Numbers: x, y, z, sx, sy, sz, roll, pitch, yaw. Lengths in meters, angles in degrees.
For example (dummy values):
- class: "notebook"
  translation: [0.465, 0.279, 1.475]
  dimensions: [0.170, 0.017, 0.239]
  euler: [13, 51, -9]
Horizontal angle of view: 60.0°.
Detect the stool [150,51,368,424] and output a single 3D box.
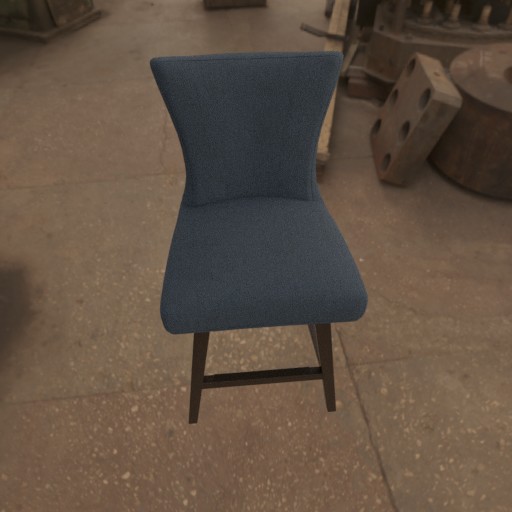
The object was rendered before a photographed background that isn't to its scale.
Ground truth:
- class: "stool"
  translation: [0.000, 0.000, 1.325]
  dimensions: [0.514, 1.000, 0.574]
  euler: [-4, 45, -4]
